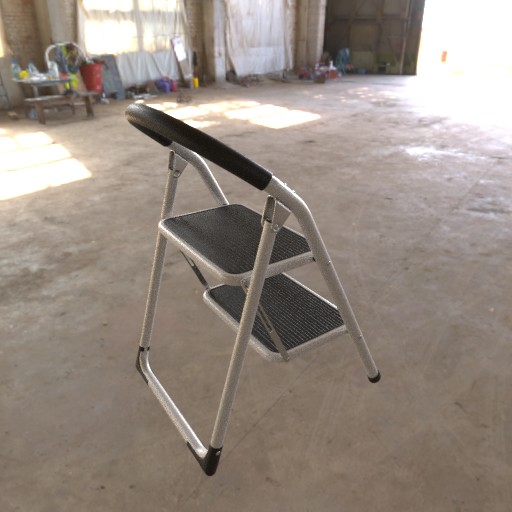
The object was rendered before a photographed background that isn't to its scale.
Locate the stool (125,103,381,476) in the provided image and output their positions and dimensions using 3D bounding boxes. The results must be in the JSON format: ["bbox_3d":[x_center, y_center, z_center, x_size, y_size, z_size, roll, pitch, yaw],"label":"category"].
[{"bbox_3d":[0.000,0.000,1.106,0.559,0.760,0.453,-17,31,-30],"label":"stool"}]
